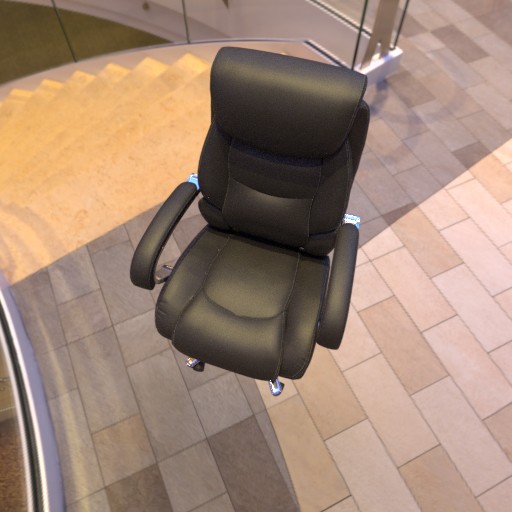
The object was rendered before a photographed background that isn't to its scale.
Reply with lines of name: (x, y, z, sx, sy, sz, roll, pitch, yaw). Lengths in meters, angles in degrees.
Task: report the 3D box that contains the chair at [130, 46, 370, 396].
chair: (0.000, 0.000, 1.677, 0.755, 1.183, 0.790, 16, 60, 10)
